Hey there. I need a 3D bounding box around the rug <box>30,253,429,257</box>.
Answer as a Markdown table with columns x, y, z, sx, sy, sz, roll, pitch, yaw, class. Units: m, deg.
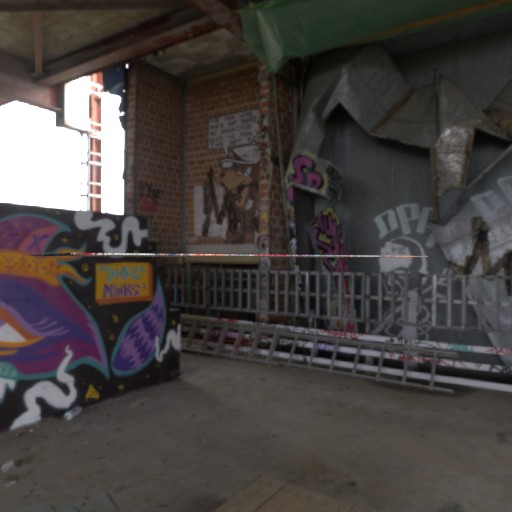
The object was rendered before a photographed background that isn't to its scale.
| x | y | z | sx | sy | sz | roll | pitch | yaw | class |
| --- | --- | --- | --- | --- | --- | --- | --- | --- | --- |
| 0.000 | 0.000 | 2.702 | 2.362 | 0.008 | 0.832 | 0 | -1 | -36 | rug |
